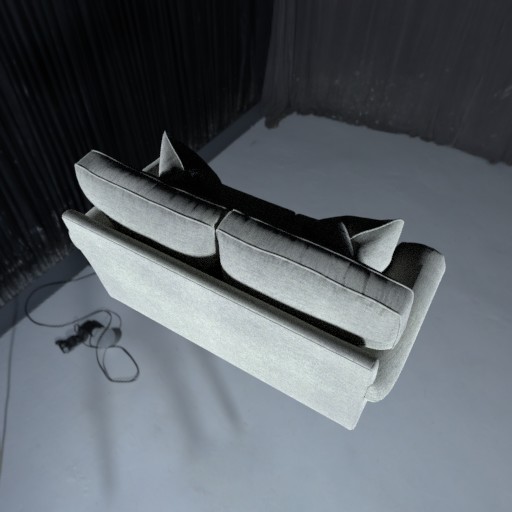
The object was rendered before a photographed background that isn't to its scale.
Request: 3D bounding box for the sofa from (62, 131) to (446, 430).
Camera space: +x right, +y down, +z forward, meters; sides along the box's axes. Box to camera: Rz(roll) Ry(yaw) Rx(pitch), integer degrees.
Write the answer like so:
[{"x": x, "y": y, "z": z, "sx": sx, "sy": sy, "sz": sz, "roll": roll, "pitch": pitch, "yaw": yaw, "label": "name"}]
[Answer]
[{"x": 0.000, "y": 0.000, "z": 2.266, "sx": 1.701, "sy": 0.966, "sz": 0.966, "roll": 24, "pitch": 52, "yaw": 21, "label": "sofa"}]
